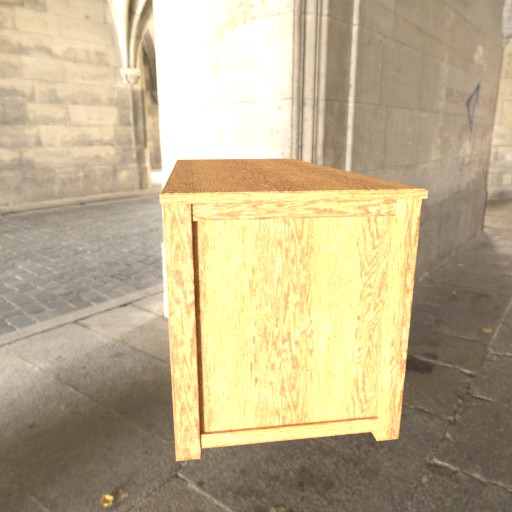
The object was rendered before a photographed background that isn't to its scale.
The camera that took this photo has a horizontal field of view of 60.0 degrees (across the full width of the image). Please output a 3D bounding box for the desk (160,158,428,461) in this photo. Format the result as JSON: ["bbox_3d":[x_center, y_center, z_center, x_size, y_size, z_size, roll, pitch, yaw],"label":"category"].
[{"bbox_3d":[0.000,0.000,1.933,0.685,0.751,1.567,-2,15,-8],"label":"desk"}]
